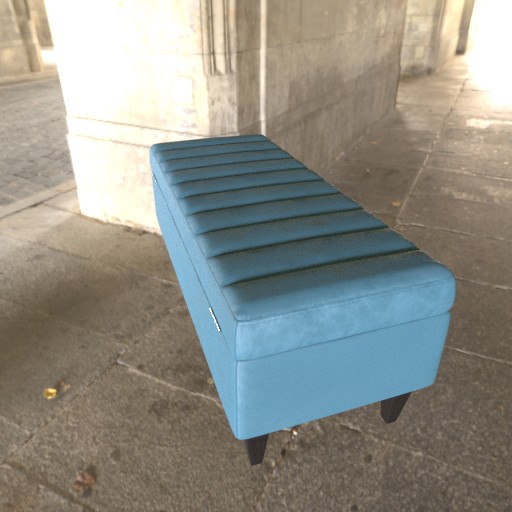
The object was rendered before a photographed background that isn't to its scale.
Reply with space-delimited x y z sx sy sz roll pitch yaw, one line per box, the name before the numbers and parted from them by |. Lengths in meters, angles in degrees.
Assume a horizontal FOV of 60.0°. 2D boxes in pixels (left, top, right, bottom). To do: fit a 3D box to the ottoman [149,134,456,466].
ottoman | 0.000 0.000 1.378 0.482 0.469 1.151 -10 31 -16
